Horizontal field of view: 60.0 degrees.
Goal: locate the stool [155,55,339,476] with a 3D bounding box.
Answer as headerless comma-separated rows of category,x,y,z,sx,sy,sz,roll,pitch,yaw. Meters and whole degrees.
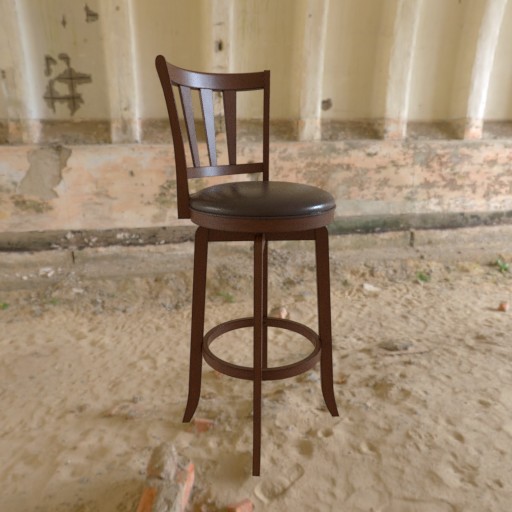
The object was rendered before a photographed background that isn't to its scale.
stool,0.000,0.000,1.425,0.464,1.177,0.503,-15,22,-43
